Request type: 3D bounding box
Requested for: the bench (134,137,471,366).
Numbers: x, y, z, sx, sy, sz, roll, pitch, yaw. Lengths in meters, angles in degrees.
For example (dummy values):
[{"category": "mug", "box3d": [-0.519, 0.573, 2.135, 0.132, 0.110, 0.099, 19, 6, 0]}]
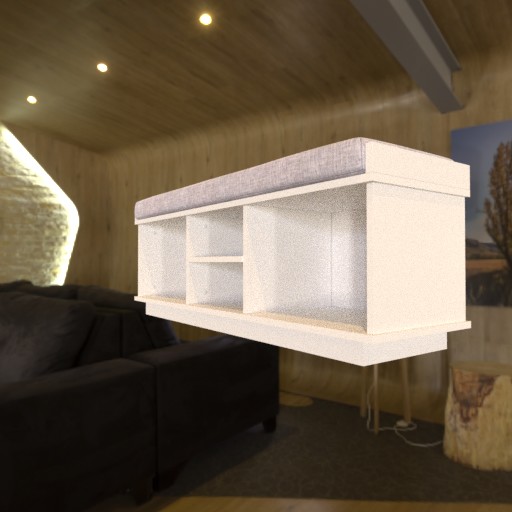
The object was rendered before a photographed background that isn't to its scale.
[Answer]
[{"category": "bench", "box3d": [0.000, 0.000, 1.408, 0.363, 0.453, 1.196, 1, -1, -36]}]
